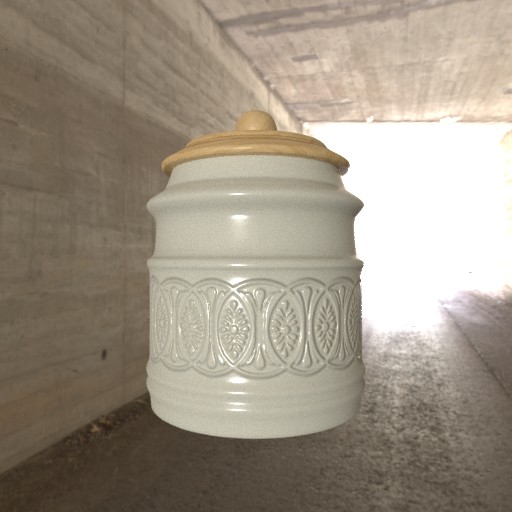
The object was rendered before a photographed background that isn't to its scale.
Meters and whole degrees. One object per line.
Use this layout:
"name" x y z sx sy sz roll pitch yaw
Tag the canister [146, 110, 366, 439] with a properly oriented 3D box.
"canister" 0.000 0.000 0.270 0.130 0.176 0.130 0 0 0
